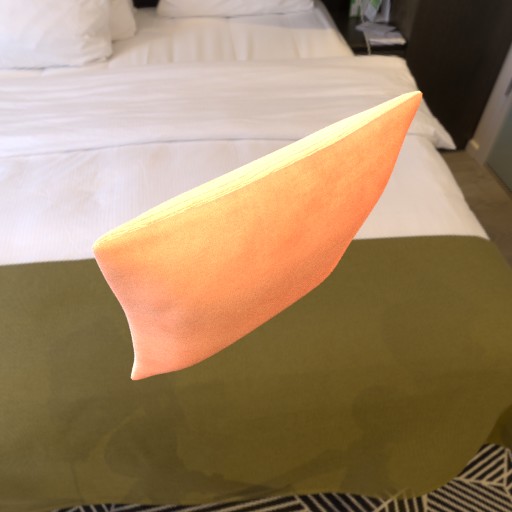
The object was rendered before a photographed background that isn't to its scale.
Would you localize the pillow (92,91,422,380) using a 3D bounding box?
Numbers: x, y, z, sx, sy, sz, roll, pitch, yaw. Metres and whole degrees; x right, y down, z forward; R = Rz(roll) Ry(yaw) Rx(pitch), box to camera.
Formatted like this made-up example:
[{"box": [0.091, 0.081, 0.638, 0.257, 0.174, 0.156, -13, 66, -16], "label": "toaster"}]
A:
[{"box": [0.000, 0.000, 0.623, 0.424, 0.401, 0.177, -30, 54, -25], "label": "pillow"}]
